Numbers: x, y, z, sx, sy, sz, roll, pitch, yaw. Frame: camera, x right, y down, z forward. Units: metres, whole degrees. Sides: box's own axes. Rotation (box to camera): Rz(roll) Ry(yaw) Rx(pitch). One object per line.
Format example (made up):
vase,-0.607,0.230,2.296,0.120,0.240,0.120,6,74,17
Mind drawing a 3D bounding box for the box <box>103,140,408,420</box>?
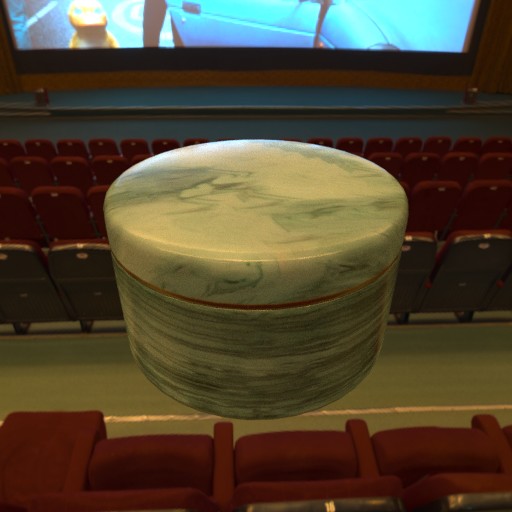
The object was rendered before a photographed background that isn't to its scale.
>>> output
box,0.000,0.000,0.166,0.101,0.063,0.101,0,32,0
